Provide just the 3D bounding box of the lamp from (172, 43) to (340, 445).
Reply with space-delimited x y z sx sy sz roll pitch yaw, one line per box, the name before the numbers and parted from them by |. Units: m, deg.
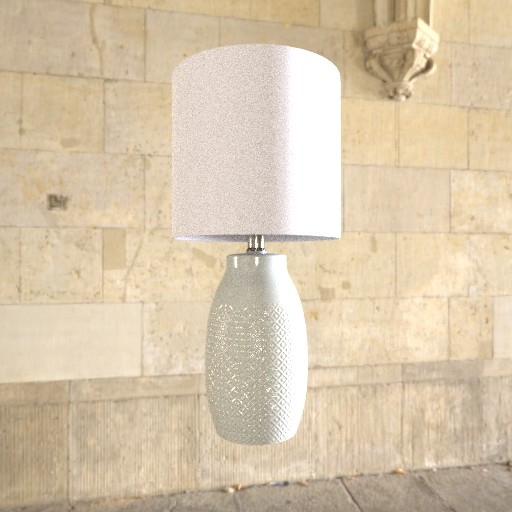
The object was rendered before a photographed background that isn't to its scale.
lamp | 0.000 0.000 0.580 0.217 0.453 0.217 0 0 36
